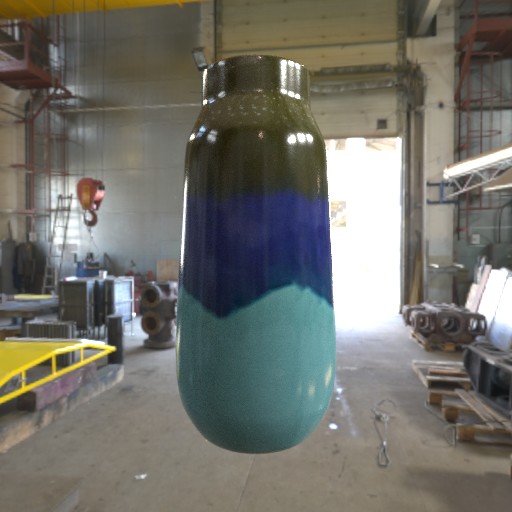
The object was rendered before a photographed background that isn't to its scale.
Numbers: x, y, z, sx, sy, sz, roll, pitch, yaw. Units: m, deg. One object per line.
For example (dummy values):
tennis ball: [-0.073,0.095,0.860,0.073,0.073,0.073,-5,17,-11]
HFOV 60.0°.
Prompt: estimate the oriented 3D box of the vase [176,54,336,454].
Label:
vase: [0.000,0.000,0.387,0.139,0.313,0.139,0,1,0]
